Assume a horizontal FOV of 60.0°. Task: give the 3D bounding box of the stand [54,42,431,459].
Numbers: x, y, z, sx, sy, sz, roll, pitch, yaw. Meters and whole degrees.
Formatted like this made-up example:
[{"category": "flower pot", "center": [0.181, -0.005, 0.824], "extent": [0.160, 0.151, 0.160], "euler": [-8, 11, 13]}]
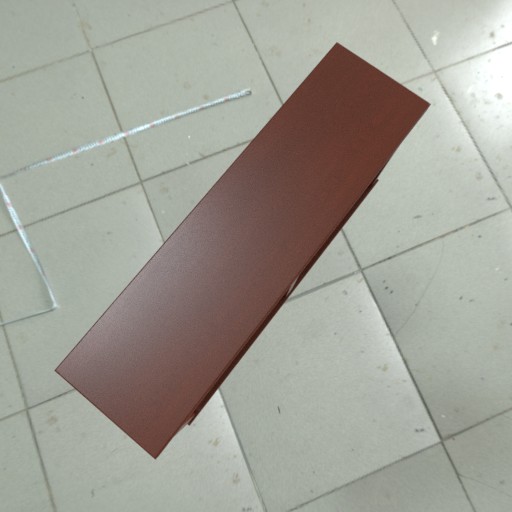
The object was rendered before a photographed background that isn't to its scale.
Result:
[{"category": "stand", "center": [0.000, 0.000, 1.722], "extent": [0.381, 0.762, 1.372], "euler": [37, 80, 8]}]
